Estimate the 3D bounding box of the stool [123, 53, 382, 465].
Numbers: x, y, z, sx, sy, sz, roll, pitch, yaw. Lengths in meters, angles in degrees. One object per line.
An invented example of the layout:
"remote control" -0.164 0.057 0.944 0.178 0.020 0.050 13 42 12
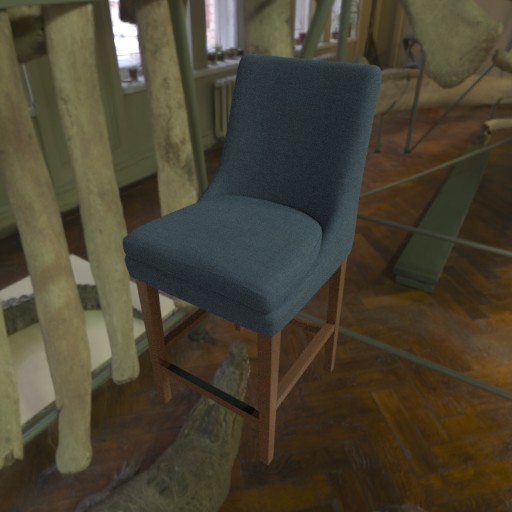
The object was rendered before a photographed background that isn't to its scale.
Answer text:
"stool" 0.000 0.000 1.265 0.470 0.981 0.577 19 37 28
